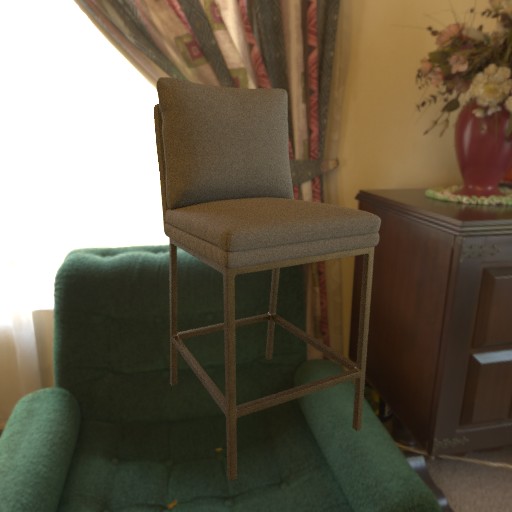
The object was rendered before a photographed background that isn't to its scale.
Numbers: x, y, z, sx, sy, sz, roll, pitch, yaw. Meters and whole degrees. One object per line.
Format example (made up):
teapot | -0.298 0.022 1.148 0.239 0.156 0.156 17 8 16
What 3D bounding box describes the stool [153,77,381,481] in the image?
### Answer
stool | 0.000 0.000 1.347 0.463 1.030 0.569 -8 17 -28
